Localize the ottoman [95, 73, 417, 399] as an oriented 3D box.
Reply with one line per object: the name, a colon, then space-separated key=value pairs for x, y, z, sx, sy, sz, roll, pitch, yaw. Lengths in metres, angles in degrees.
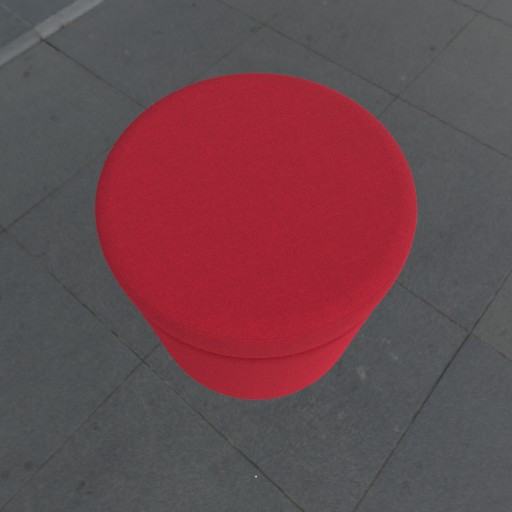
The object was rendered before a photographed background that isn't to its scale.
ottoman: x=0.000 y=0.000 z=0.721 sx=0.400 sy=0.406 sz=0.400 roll=0 pitch=64 yaw=0
